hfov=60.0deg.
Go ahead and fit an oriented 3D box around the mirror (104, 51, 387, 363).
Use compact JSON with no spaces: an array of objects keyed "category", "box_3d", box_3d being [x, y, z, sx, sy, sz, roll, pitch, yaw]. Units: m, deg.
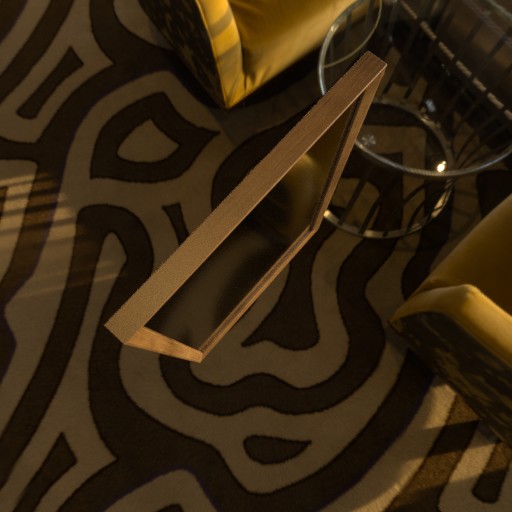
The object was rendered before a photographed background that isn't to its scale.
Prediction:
[{"category":"mirror","box_3d":[0.000,0.000,0.908,0.039,0.711,0.508,40,78,10]}]
